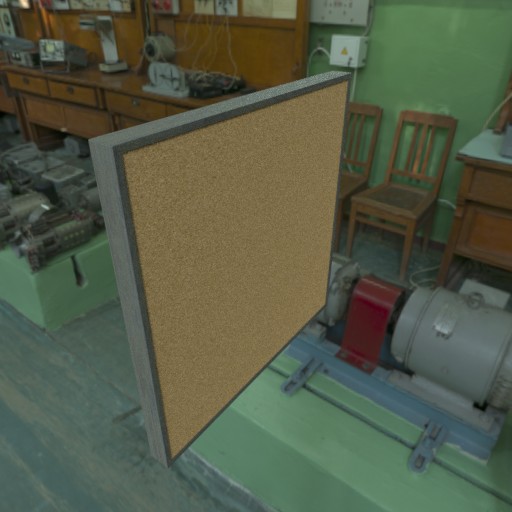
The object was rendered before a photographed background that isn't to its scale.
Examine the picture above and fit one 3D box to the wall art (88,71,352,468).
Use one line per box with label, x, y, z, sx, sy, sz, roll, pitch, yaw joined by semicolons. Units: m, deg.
wall art;0.000;0.000;0.735;0.037;0.507;0.507;21;37;30
